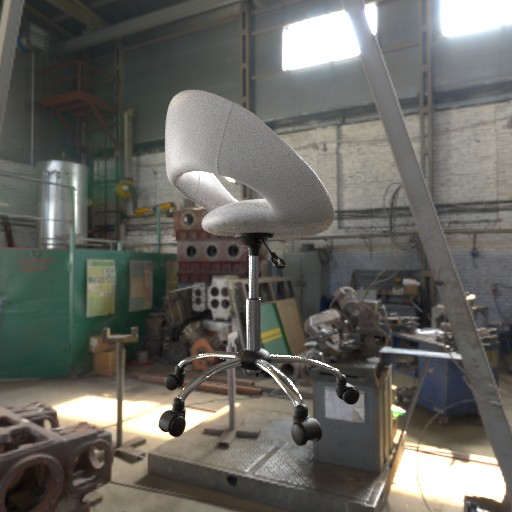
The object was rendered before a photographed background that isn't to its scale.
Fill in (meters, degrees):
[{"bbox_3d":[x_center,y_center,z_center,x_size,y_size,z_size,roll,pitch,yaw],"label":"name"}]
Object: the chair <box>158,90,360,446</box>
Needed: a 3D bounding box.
[{"bbox_3d":[0.000,0.000,1.189,0.538,0.791,0.612,0,-1,-18],"label":"chair"}]
